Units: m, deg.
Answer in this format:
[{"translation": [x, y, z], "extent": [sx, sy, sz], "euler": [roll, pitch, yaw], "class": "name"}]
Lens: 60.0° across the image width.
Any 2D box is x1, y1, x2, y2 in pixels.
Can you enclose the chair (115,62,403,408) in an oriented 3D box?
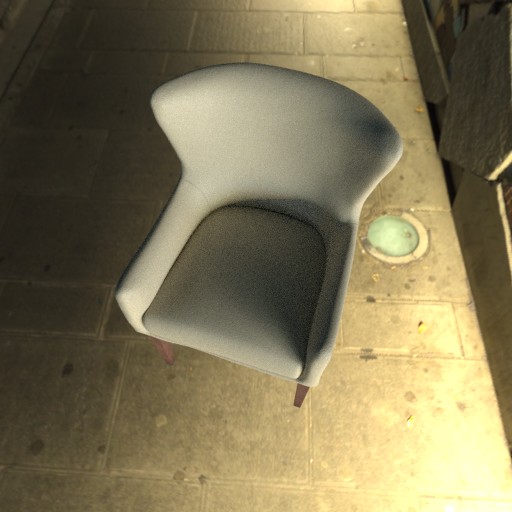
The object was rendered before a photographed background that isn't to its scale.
[{"translation": [0.000, 0.000, 1.441], "extent": [0.660, 0.952, 0.686], "euler": [16, 59, 9], "class": "chair"}]
